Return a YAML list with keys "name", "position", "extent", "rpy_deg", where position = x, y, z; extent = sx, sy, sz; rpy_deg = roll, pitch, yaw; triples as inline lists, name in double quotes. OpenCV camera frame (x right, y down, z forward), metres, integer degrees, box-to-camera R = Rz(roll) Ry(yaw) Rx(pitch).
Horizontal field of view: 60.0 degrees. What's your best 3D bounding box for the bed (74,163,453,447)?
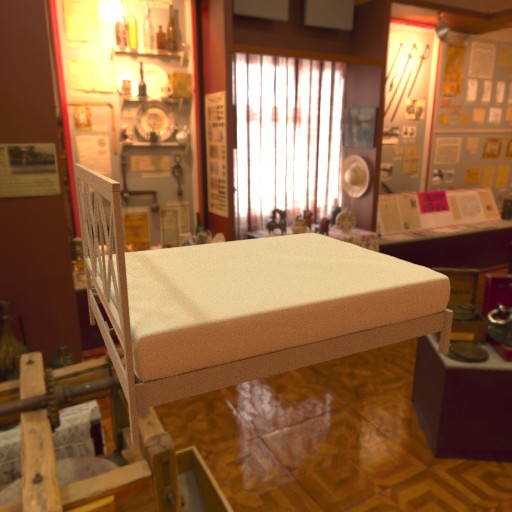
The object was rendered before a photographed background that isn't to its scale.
- name: "bed"
  position: [0.000, 0.000, 3.132]
  extent: [2.135, 1.253, 1.673]
  rpy_deg: [-7, 16, -26]
